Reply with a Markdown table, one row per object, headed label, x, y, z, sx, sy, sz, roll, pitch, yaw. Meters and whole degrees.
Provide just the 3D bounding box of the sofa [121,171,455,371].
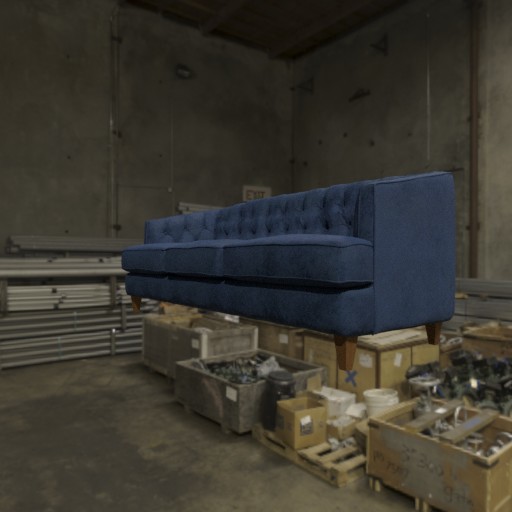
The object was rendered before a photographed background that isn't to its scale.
| label | x | y | z | sx | sy | sz | roll | pitch | yaw |
| --- | --- | --- | --- | --- | --- | --- | --- | --- | --- |
| sofa | 0.000 | 0.000 | 2.715 | 0.941 | 0.855 | 2.278 | 0 | 0 | -36 |
